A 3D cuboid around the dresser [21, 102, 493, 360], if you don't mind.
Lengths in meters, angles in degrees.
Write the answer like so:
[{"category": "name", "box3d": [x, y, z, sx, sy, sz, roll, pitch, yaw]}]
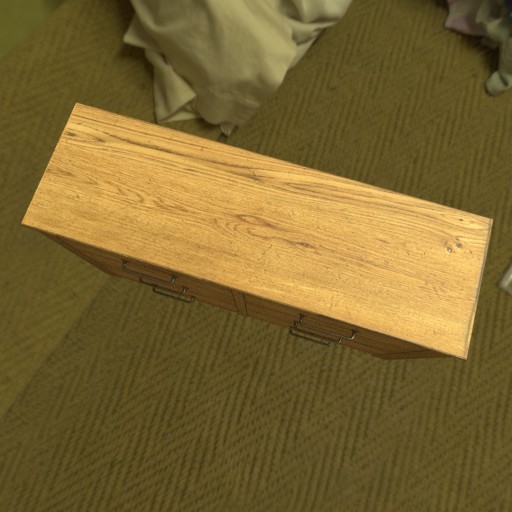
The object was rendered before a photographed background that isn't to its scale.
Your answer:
[{"category": "dresser", "box3d": [0.000, 0.000, 2.074, 1.657, 0.932, 0.563, 17, 77, 4]}]
